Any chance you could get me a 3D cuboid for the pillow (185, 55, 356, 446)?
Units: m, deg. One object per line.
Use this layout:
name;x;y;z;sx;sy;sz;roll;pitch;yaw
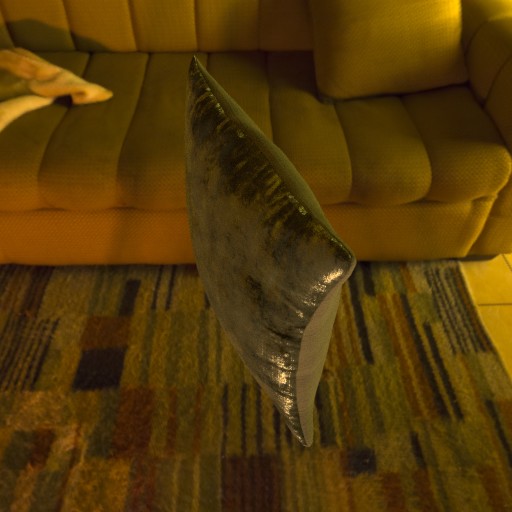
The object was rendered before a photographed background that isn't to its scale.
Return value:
pillow;0.000;0.000;0.713;0.175;0.464;0.470;-17;49;-15
